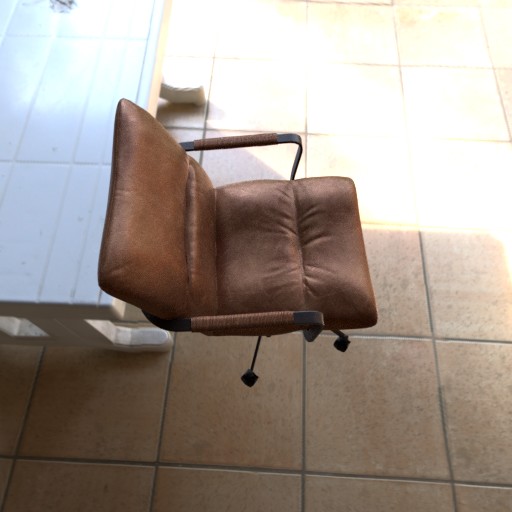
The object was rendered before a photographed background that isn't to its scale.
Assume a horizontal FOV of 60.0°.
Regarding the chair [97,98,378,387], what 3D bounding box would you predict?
[{"bbox_3d":[0.000,0.000,1.506,0.754,0.922,0.727,-3,64,-1],"label":"chair"}]
